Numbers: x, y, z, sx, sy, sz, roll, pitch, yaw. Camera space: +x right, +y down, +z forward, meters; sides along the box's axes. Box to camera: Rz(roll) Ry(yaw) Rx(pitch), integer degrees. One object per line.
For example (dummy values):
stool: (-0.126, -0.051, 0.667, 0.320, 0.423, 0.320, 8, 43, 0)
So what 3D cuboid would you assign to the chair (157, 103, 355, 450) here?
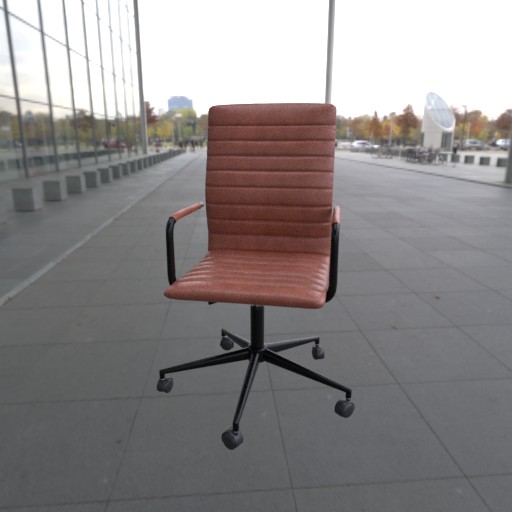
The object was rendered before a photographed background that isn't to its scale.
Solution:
chair: (0.000, 0.000, 1.280, 0.600, 0.878, 0.578, 3, 15, 10)
